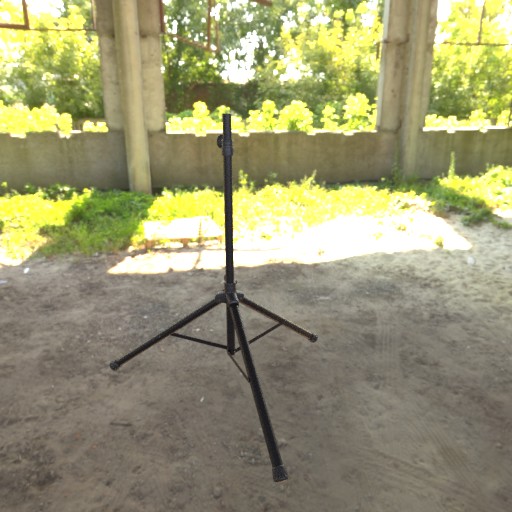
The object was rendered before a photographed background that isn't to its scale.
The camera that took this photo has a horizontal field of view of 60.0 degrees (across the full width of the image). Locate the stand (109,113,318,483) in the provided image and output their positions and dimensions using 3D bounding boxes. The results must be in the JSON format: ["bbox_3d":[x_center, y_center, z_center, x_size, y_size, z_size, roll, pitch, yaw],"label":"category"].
[{"bbox_3d":[0.000,0.000,1.862,1.045,1.136,0.907,16,23,42],"label":"stand"}]
